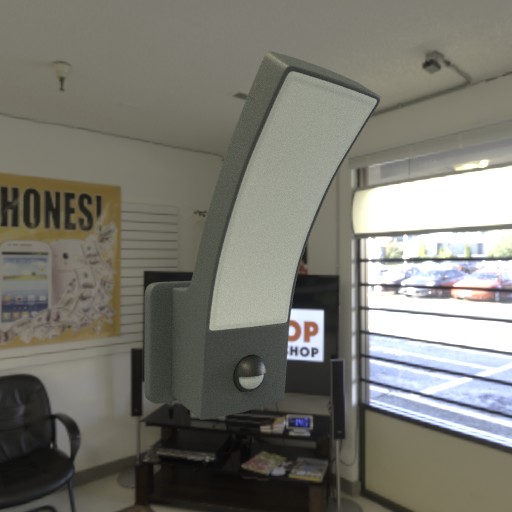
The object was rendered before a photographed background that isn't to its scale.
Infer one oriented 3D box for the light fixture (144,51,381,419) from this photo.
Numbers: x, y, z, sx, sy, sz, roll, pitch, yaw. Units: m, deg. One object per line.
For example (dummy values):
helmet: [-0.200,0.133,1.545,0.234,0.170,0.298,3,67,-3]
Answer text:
light fixture: [0.000,0.000,0.335,0.108,0.243,0.174,0,-1,-37]
